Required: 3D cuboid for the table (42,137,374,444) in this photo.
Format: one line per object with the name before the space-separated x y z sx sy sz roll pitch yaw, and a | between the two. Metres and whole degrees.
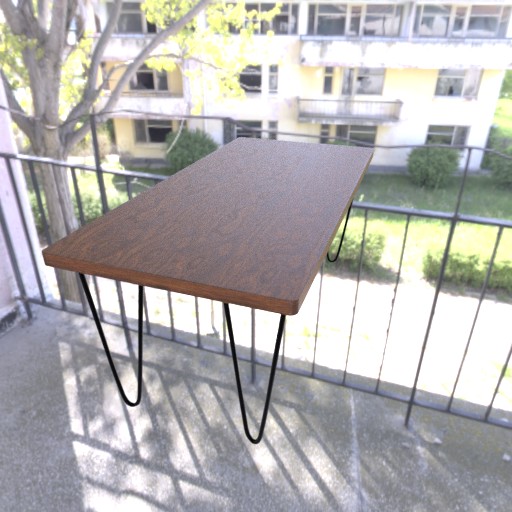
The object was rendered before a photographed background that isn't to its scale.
table | 0.000 0.000 2.249 0.883 0.753 1.791 9 29 17
